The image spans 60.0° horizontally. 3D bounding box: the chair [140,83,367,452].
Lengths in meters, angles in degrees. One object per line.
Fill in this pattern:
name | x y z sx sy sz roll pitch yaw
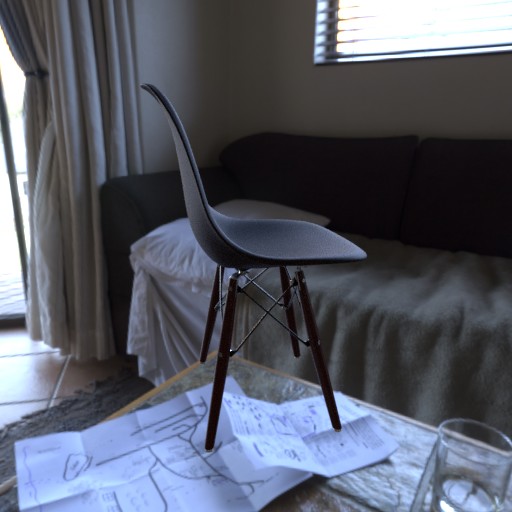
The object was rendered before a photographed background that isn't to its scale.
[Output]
chair | 0.000 0.000 1.159 0.533 0.826 0.470 -3 16 -10
